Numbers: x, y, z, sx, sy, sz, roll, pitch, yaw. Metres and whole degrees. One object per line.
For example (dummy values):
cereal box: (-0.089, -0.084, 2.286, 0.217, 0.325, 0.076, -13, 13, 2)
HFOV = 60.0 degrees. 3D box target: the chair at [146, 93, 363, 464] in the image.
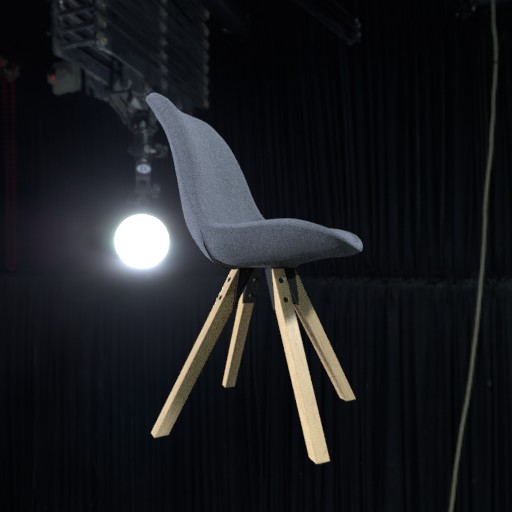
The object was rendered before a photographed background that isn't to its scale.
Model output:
chair: (0.000, 0.000, 1.188, 0.550, 0.850, 0.485, 0, 0, 20)
